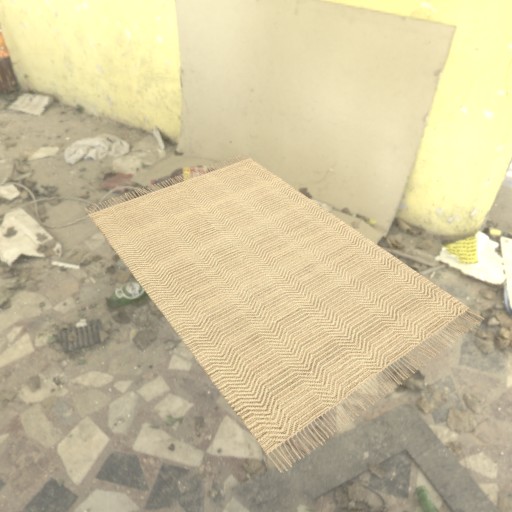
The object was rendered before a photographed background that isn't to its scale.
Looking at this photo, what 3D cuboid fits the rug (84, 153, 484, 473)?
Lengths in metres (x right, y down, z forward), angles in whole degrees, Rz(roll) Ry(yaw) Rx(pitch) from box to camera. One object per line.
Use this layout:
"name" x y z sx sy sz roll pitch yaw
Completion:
"rug" 0.000 0.000 2.433 1.224 0.027 2.021 -25 47 -26
